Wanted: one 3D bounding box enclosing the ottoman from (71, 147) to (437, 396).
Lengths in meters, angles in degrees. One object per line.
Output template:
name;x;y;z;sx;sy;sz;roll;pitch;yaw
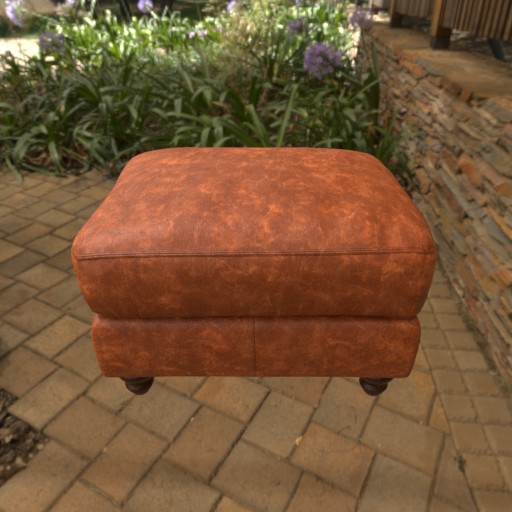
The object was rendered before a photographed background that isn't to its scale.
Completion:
ottoman;0.000;0.000;1.281;0.832;0.562;0.657;0;31;0
